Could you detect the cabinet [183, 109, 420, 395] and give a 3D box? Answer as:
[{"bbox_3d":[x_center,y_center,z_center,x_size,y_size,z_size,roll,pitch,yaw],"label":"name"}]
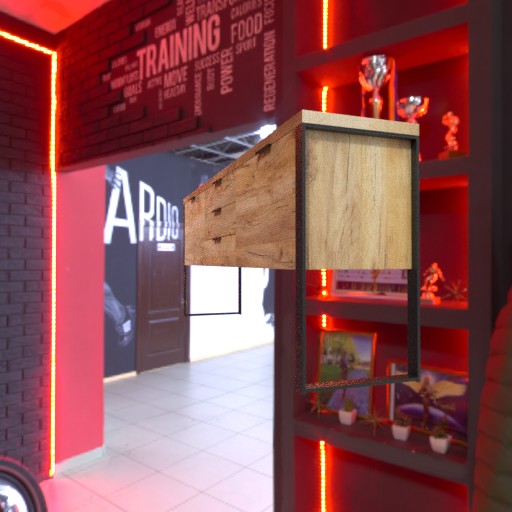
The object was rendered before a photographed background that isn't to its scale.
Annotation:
[{"bbox_3d":[0.000,0.000,2.094,0.395,0.762,1.800,0,-1,-19],"label":"cabinet"}]
